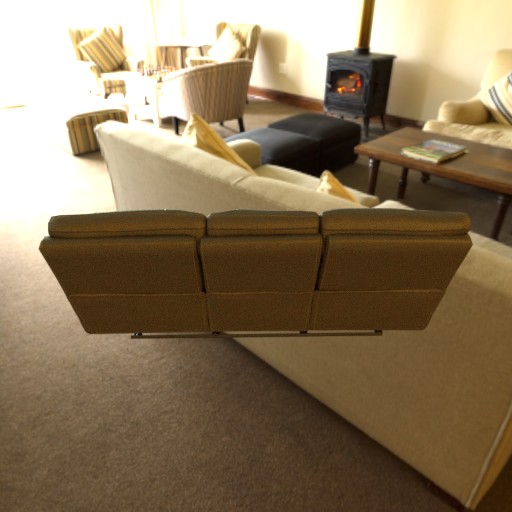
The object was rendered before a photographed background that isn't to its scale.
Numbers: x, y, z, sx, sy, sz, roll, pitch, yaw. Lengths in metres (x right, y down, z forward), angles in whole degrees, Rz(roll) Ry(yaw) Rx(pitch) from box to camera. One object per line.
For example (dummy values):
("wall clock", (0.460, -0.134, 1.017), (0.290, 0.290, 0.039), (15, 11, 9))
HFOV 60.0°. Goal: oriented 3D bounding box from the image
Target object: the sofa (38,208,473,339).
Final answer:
("sofa", (0.000, 0.000, 3.221), (2.627, 1.134, 1.104), (-1, 32, -1))
